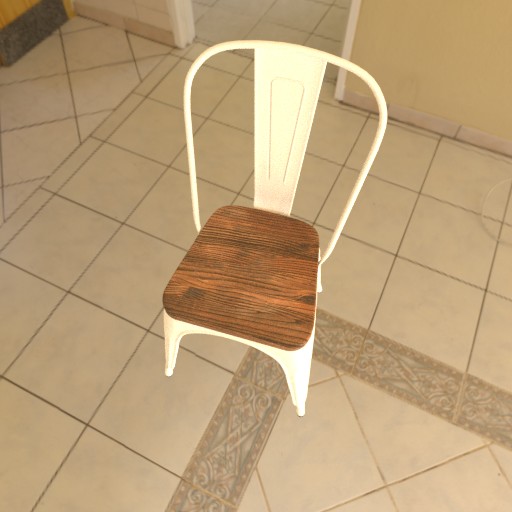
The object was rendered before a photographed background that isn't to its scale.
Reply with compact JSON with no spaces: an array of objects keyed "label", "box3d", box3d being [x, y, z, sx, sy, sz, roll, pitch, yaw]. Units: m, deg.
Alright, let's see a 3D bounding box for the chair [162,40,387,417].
[{"label":"chair","box3d":[0.000,0.000,1.134,0.452,0.851,0.521,14,60,8]}]
